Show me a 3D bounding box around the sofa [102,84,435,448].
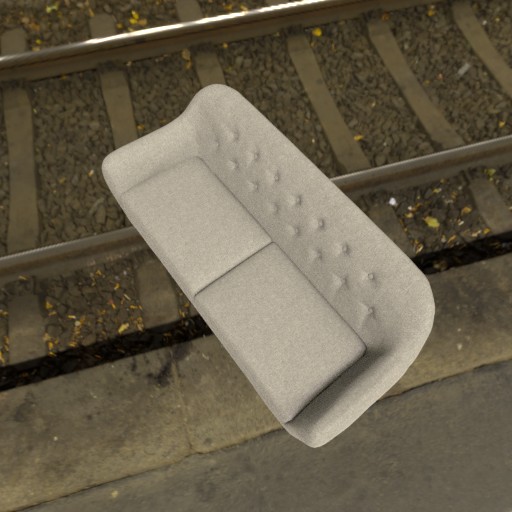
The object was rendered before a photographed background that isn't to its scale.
[{"bbox_3d":[0.000,0.000,2.352,0.820,0.820,1.840,-34,68,-16],"label":"sofa"}]
